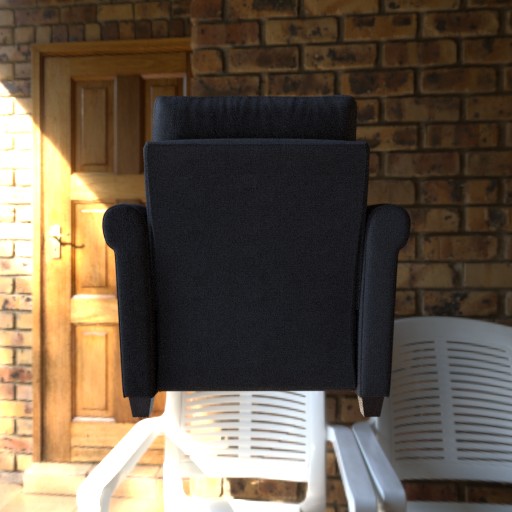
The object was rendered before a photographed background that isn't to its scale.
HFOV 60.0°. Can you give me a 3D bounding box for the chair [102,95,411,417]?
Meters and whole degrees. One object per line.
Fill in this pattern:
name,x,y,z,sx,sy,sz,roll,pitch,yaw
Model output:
chair,0.000,0.000,1.568,0.867,0.942,0.828,0,0,0
